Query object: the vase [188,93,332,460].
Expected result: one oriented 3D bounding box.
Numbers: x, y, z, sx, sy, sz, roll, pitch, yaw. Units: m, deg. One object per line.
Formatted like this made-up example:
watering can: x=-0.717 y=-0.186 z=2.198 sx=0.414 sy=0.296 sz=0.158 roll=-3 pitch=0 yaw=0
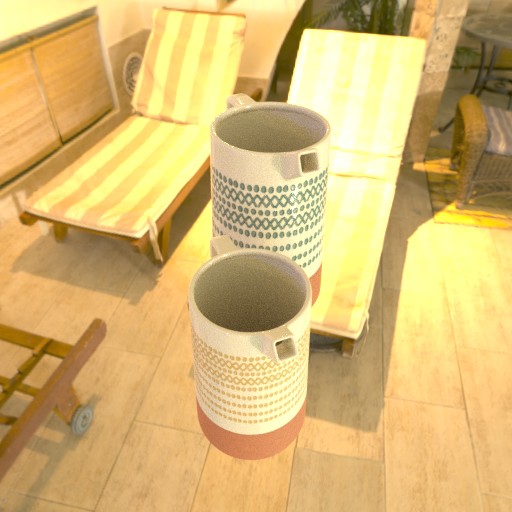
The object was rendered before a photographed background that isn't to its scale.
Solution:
vase: x=0.000 y=0.000 z=0.472 sx=0.168 sy=0.247 sz=0.326 roll=12 pitch=42 yaw=13
